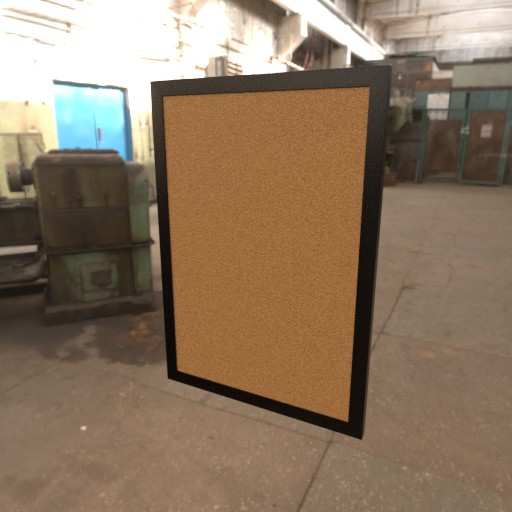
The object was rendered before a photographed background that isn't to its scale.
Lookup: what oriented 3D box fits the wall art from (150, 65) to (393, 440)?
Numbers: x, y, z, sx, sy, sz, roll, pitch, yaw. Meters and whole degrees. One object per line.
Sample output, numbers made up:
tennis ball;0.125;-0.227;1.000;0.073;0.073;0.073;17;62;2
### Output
wall art;0.000;0.000;0.860;0.462;0.656;0.019;8;17;27
